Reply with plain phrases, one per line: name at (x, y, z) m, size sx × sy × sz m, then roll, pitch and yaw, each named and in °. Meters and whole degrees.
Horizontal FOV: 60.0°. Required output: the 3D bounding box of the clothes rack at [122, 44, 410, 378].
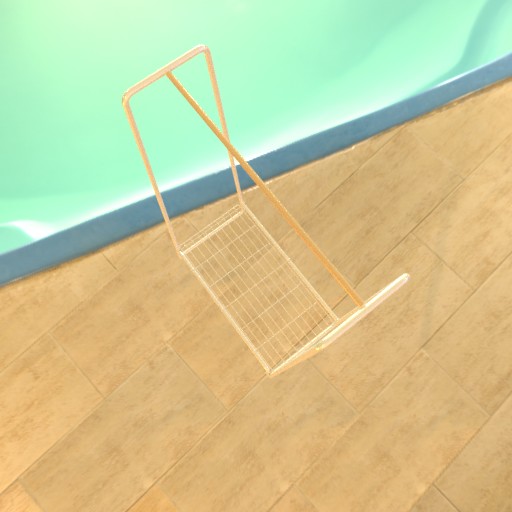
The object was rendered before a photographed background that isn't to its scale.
clothes rack at (0.000, 0.000, 1.903) m, size 0.495 × 1.500 × 0.900 m, roll -36°, pitch 77°, yaw -9°
